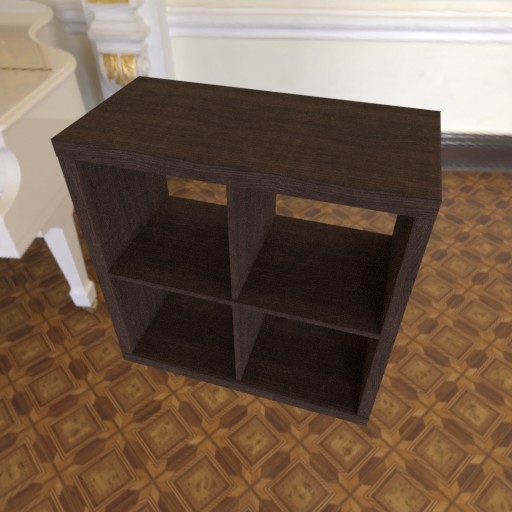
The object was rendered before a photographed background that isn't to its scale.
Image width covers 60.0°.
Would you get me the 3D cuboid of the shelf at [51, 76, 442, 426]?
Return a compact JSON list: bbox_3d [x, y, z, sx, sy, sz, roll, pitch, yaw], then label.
[{"bbox_3d":[0.000,0.000,1.251,0.790,0.786,0.390,11,43,13],"label":"shelf"}]
